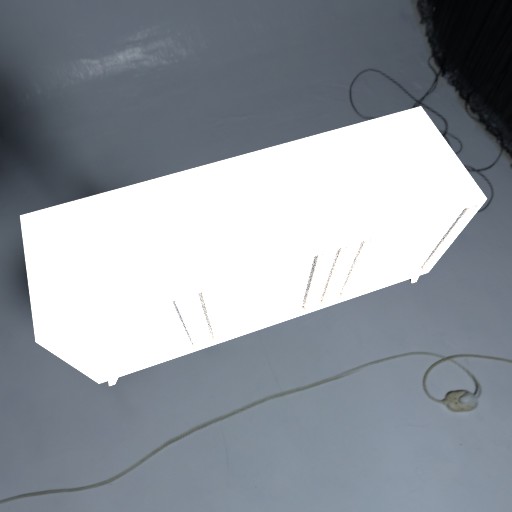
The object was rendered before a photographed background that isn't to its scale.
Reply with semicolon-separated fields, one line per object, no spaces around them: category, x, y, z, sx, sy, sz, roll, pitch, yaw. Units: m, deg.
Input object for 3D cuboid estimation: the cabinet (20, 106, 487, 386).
cabinet;0.000;0.000;1.980;1.649;0.780;0.500;-17;64;-9
